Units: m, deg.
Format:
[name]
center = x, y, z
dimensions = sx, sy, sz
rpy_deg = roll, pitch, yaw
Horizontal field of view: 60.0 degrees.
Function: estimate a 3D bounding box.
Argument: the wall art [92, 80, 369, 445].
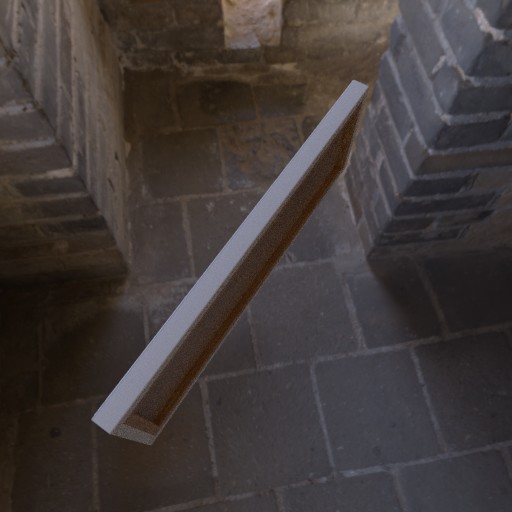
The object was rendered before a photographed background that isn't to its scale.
[wall art]
center = 0.000, 0.000, 0.855
dimensions = 0.036, 0.256, 0.766
rpy_deg = 30, 68, 14
